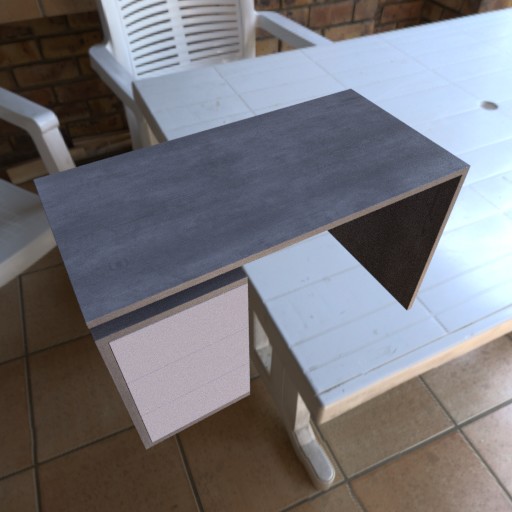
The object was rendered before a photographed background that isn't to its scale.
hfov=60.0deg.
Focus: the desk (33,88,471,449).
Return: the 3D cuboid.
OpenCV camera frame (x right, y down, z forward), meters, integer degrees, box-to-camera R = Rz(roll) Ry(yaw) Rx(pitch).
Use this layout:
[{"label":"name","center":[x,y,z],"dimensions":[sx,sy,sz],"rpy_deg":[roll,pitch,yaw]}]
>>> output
[{"label":"desk","center":[0.000,0.000,1.624],"dimensions":[1.200,0.740,0.600],"rpy_deg":[-22,50,-20]}]
